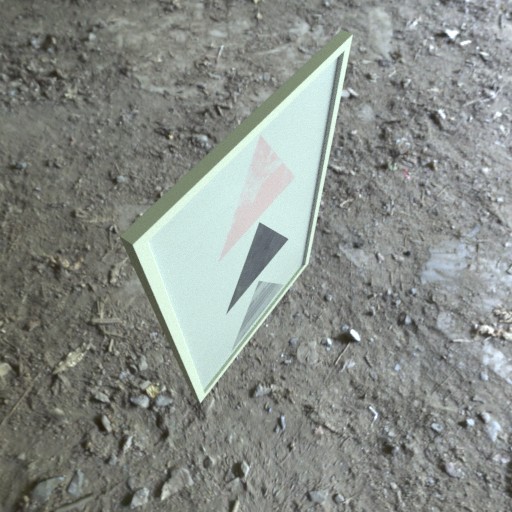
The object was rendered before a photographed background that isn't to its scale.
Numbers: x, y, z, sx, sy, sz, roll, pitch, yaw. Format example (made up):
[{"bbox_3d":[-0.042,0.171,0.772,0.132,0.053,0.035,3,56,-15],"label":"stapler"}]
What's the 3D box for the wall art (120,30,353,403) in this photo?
[{"bbox_3d":[0.000,0.000,0.551,0.013,0.433,0.303,32,63,18],"label":"wall art"}]
